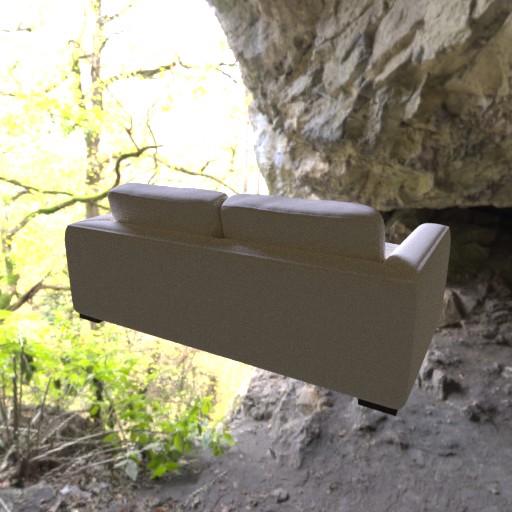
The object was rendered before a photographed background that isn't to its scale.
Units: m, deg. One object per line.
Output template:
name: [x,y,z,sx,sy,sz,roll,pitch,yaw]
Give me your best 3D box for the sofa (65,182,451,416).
sofa: [0.000,0.000,2.497,1.920,0.801,1.069,10,19,28]
